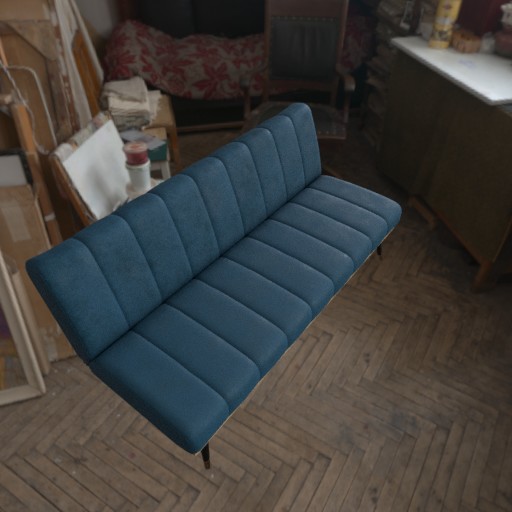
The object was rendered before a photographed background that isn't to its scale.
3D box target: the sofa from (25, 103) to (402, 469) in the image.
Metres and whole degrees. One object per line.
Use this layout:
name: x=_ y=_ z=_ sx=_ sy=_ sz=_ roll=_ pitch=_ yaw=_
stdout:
sofa: x=0.000 y=0.000 z=2.258 sx=0.830 sy=0.825 sz=1.810 roll=28 pitch=49 yaw=27
